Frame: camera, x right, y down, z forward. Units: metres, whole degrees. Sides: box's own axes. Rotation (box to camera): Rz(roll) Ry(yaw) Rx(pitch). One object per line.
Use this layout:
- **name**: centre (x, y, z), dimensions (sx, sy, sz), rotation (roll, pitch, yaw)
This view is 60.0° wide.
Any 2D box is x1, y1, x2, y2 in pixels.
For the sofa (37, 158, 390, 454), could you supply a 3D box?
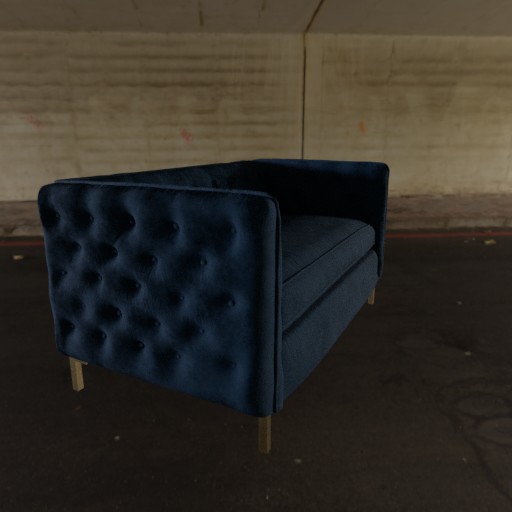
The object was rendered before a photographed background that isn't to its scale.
- **sofa**: centre (0.000, 0.000, 2.059), dimensions (0.909, 0.810, 1.583), rotation (8, 17, 26)
